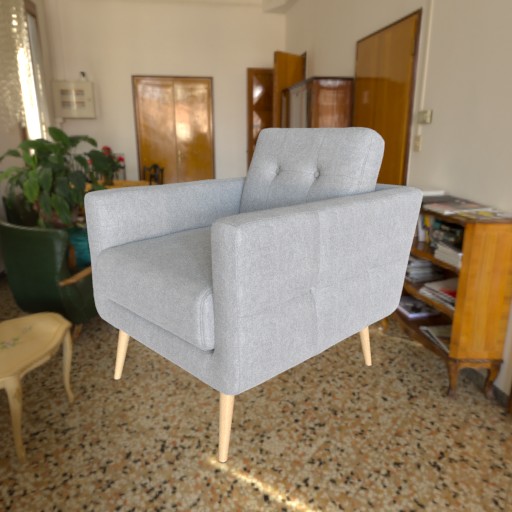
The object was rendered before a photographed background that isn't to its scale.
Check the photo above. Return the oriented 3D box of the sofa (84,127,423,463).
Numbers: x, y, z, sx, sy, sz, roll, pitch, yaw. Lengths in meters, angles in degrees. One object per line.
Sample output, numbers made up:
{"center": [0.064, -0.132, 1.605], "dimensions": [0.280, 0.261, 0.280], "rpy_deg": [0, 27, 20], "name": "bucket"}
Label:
{"center": [0.000, 0.000, 1.538], "dimensions": [0.920, 0.860, 0.770], "rpy_deg": [-15, 21, -43], "name": "sofa"}
